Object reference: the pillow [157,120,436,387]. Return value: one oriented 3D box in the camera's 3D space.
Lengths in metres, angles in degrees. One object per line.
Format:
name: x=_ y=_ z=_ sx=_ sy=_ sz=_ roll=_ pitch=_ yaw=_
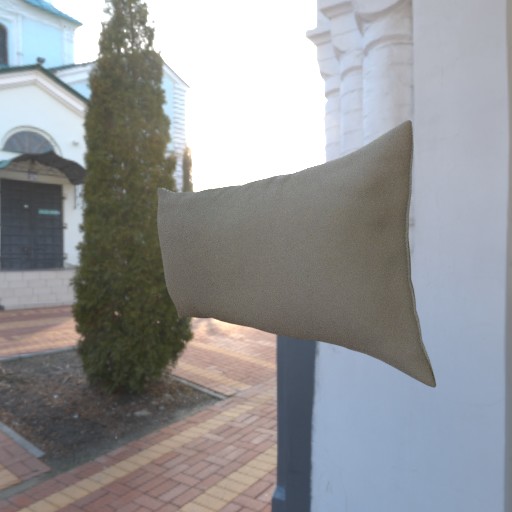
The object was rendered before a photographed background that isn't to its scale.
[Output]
pillow: x=0.000 y=0.000 z=0.724 sx=0.156 sy=0.292 sz=0.608 roll=-1 pitch=1 yaw=-38
